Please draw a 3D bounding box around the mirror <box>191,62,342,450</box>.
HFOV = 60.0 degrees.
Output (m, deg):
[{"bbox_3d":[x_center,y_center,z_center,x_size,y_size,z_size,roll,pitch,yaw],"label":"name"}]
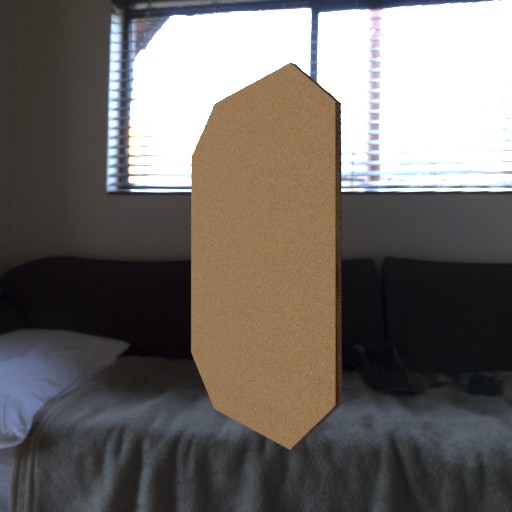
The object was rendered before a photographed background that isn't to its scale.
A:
[{"bbox_3d":[0.000,0.000,1.333,0.061,1.015,0.709,0,0,-36],"label":"mirror"}]
